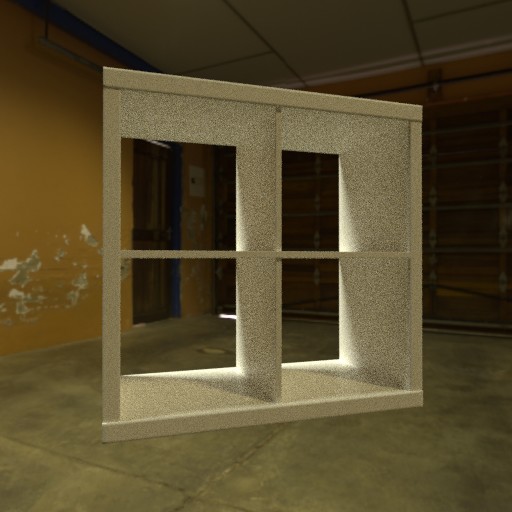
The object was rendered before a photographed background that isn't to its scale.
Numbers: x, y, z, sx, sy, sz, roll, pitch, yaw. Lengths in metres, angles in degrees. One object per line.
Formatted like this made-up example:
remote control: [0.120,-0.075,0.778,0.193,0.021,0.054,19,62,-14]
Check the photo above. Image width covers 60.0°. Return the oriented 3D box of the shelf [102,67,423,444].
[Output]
shelf: [0.000,0.000,1.226,0.790,0.786,0.390,0,0,-17]
